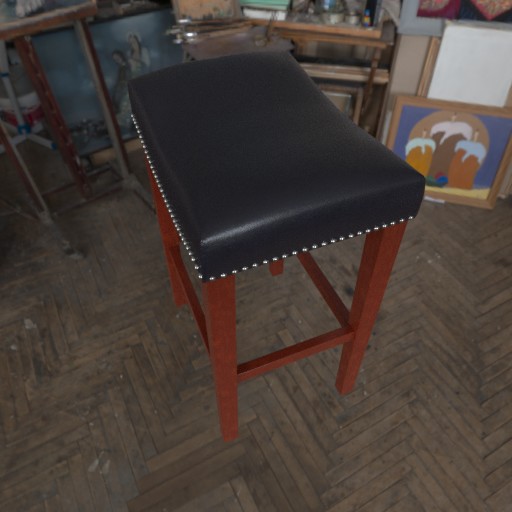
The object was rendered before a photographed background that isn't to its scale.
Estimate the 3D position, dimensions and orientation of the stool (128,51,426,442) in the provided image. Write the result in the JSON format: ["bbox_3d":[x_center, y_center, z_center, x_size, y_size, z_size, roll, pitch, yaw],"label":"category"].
[{"bbox_3d":[0.000,0.000,1.024,0.372,0.742,0.504,-17,49,-15],"label":"stool"}]
